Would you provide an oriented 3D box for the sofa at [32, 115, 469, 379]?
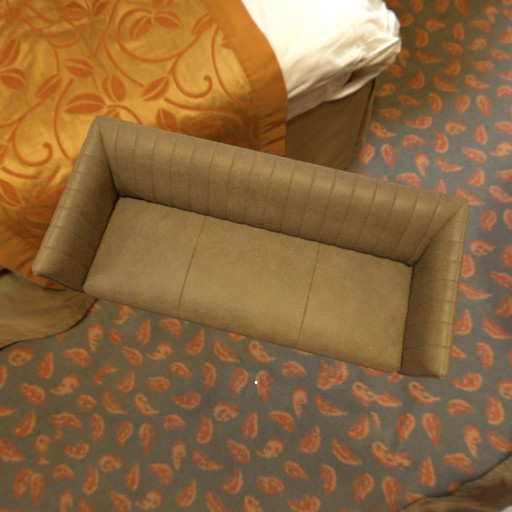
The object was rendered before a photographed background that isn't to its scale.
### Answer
[{"bbox_3d":[0.000,0.000,2.426,1.980,0.779,0.876,14,75,4],"label":"sofa"}]
